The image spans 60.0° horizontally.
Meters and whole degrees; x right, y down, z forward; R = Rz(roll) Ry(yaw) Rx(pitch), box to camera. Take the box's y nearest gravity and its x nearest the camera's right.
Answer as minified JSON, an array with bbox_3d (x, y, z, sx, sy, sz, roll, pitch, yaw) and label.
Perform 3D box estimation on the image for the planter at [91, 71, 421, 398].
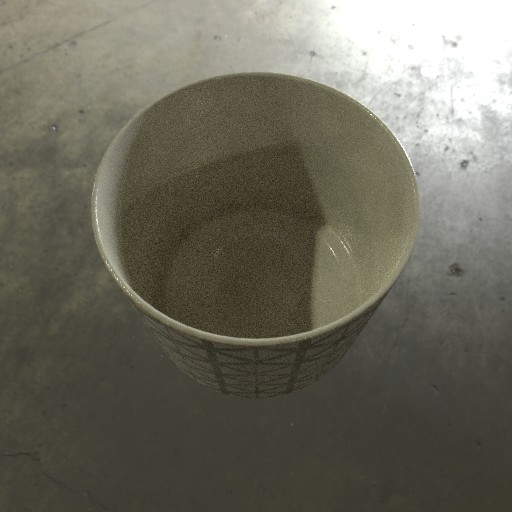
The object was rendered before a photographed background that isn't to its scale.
[{"bbox_3d":[0.000,0.000,0.338,0.190,0.181,0.190,0,63,0],"label":"planter"}]
